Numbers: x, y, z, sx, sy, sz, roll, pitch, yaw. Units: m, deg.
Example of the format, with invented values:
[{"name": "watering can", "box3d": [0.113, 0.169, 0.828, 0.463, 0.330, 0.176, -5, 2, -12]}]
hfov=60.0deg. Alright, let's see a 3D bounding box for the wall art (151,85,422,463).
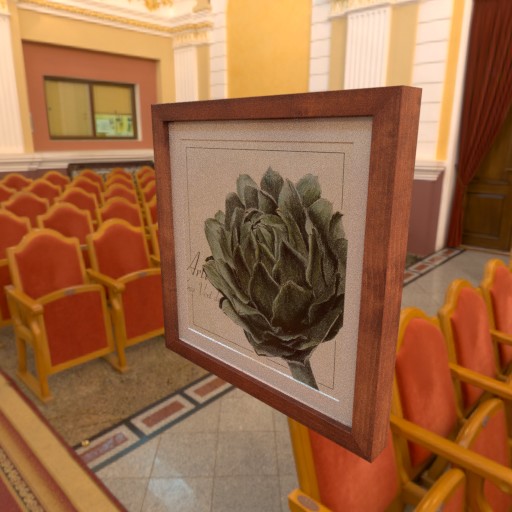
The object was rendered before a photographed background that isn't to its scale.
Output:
[{"name": "wall art", "box3d": [0.000, 0.000, 0.572, 0.386, 0.385, 0.038, 15, 21, 42]}]
